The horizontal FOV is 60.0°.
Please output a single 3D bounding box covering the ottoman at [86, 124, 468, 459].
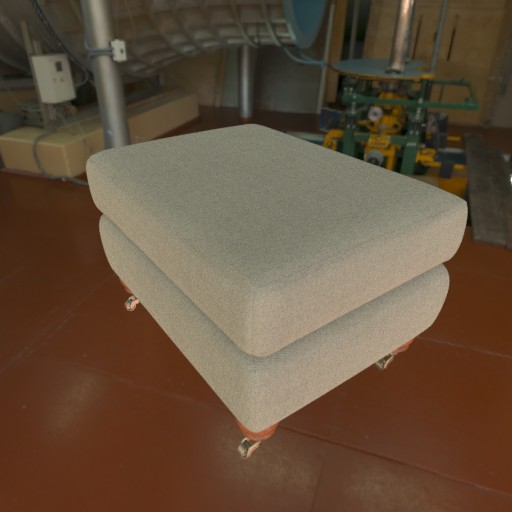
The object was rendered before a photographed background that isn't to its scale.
[{"bbox_3d":[0.000,0.000,1.121,0.569,0.504,0.773,-20,37,-30],"label":"ottoman"}]
